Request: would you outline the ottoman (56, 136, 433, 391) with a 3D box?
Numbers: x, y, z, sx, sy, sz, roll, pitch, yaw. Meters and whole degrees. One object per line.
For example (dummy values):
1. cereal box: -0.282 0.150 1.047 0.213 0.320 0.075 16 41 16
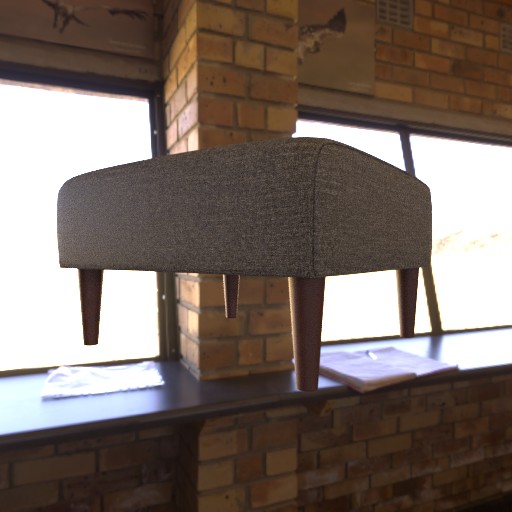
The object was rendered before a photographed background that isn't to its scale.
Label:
1. ottoman: 0.000 0.000 1.041 0.655 0.399 0.648 0 1 35
